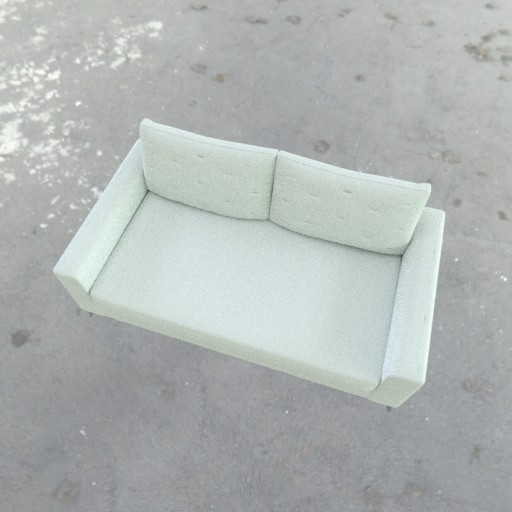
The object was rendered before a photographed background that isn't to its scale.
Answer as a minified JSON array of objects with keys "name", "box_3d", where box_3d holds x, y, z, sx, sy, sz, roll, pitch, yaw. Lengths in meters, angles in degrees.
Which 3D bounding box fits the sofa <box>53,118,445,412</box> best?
[{"name":"sofa","box_3d":[0.000,0.000,2.144,1.650,0.790,0.920,15,59,9]}]
